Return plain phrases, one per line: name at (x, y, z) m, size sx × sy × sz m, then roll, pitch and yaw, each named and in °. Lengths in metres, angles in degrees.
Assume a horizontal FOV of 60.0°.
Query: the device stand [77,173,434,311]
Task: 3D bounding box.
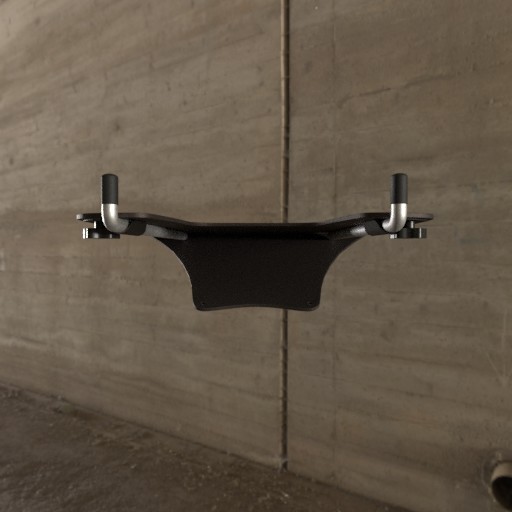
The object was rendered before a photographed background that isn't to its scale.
device stand at (0.000, 0.000, 0.350) m, size 0.230 × 0.092 × 0.230 m, roll 0°, pitch 1°, yaw 1°
